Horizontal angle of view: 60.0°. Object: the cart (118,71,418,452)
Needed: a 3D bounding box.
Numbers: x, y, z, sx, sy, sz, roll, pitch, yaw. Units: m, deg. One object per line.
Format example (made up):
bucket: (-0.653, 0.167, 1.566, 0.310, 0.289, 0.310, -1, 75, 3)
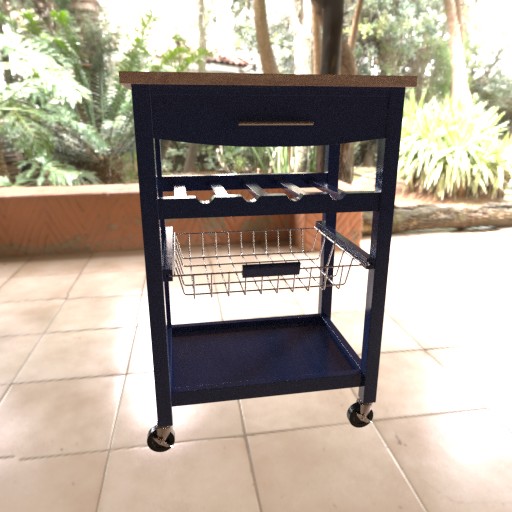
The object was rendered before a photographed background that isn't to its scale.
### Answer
cart: (0.000, 0.000, 1.142, 0.584, 0.839, 0.403, -3, 18, -10)
